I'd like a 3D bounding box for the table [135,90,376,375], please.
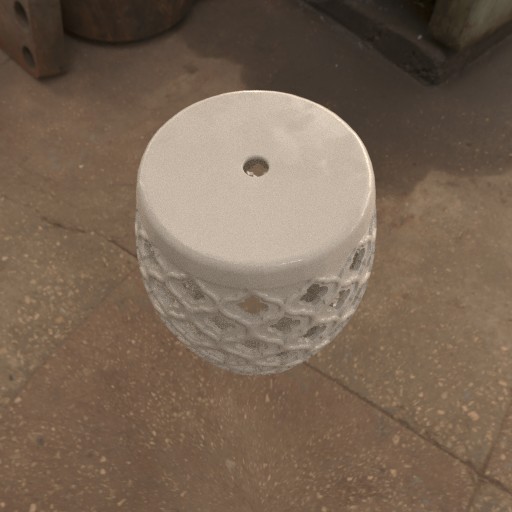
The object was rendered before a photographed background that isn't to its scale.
[{"bbox_3d":[0.000,0.000,0.653,0.325,0.388,0.325,0,59,0],"label":"table"}]
